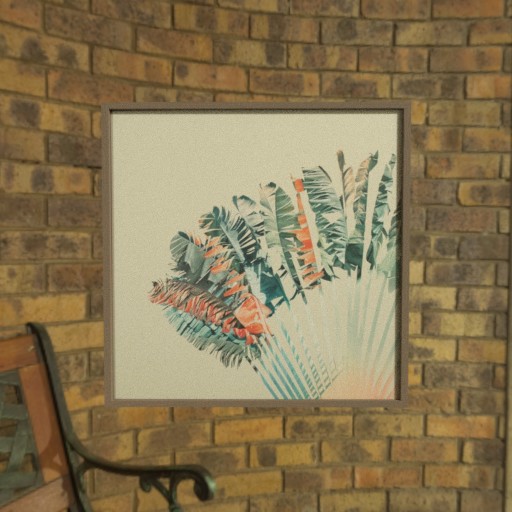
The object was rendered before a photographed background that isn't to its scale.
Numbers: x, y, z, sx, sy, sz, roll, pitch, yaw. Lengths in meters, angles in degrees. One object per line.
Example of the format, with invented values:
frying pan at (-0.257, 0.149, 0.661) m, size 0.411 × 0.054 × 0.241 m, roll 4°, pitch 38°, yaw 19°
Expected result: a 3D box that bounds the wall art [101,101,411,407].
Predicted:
wall art at (0.000, 0.000, 1.119) m, size 0.761 × 0.758 × 0.038 m, roll 0°, pitch 2°, yaw 0°
